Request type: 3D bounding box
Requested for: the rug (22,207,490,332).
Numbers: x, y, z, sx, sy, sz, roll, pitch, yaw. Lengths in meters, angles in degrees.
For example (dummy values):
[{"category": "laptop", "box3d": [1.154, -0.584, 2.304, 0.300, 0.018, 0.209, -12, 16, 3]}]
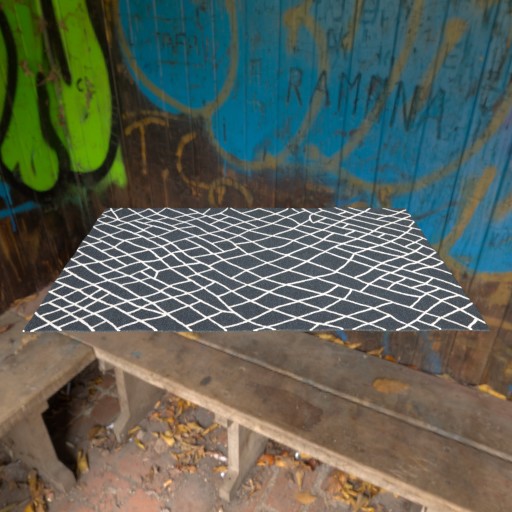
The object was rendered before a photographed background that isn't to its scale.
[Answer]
[{"category": "rug", "box3d": [0.000, 0.000, 2.965, 2.448, 0.017, 1.529, 0, 31, 0]}]
